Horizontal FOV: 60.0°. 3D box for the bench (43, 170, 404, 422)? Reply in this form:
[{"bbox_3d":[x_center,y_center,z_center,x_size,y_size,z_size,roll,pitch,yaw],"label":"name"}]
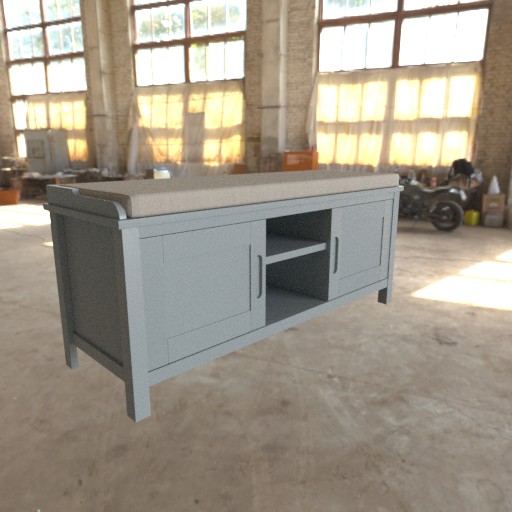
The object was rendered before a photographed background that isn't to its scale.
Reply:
[{"bbox_3d":[0.000,0.000,1.433,1.140,0.501,0.398,-13,19,-43],"label":"bench"}]
